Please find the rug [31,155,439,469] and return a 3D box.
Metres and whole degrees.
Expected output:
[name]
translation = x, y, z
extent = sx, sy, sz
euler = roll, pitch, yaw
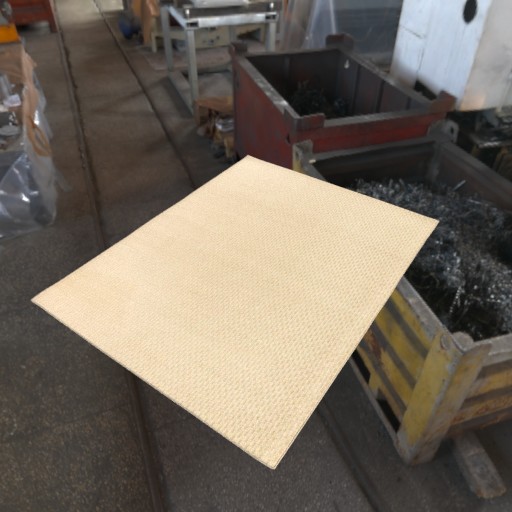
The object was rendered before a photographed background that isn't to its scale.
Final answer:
[rug]
translation = 0.000, 0.000, 3.857
extent = 2.277, 0.035, 2.897
euler = 25, 46, 26
